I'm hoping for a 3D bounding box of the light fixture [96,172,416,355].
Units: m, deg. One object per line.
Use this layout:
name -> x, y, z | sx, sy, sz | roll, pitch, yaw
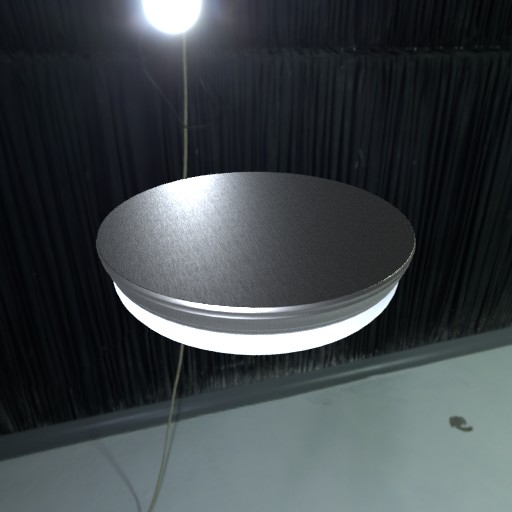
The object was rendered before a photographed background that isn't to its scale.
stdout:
light fixture -> 0.000, 0.000, 0.558 | 0.368, 0.100, 0.368 | 0, 29, 0
